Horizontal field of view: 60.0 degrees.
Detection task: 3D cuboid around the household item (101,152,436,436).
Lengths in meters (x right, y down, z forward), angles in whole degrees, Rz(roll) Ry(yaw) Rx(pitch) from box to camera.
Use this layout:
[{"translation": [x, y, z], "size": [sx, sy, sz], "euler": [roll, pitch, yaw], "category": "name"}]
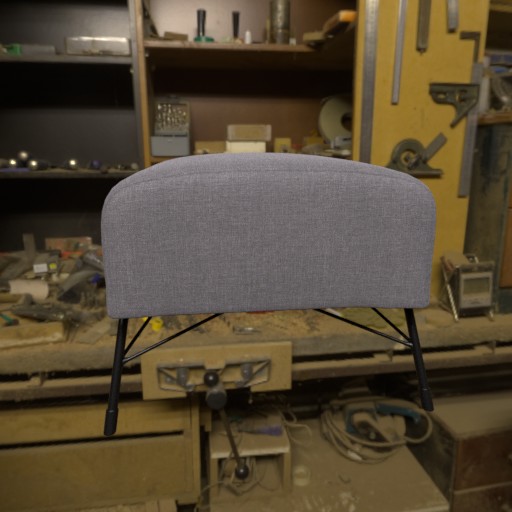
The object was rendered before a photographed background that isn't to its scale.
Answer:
[{"translation": [0.000, 0.000, 0.901], "size": [0.530, 0.410, 0.530], "euler": [-2, 14, -7], "category": "household item"}]
